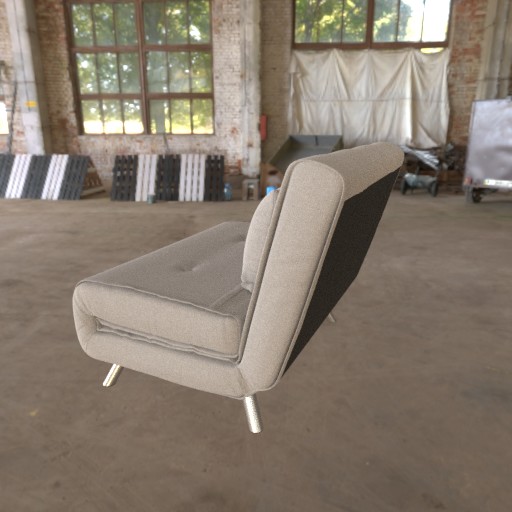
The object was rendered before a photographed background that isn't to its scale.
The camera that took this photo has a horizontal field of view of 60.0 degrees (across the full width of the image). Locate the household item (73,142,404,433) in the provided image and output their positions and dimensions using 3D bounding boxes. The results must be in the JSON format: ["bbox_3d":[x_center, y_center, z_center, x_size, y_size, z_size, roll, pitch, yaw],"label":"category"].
[{"bbox_3d":[0.000,0.000,1.645,0.874,0.800,1.000,8,18,24],"label":"household item"}]
